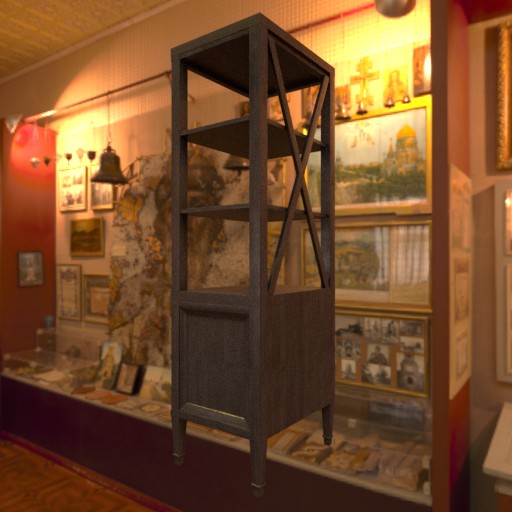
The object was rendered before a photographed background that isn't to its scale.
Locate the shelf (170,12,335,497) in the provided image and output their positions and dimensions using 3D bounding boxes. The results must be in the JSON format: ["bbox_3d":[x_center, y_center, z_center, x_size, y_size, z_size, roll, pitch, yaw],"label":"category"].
[{"bbox_3d":[0.000,0.000,1.944,0.472,1.727,0.584,0,0,37],"label":"shelf"}]
